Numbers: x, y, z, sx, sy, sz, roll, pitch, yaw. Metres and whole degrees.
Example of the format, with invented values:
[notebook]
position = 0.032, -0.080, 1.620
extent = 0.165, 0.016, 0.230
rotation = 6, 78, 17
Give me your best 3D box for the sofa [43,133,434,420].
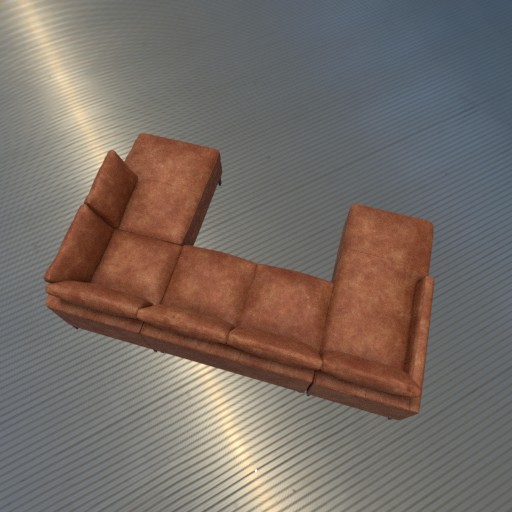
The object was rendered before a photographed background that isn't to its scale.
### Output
[sofa]
position = 0.000, 0.000, 3.861
extent = 2.956, 0.900, 1.939
rotation = 14, 65, 7
